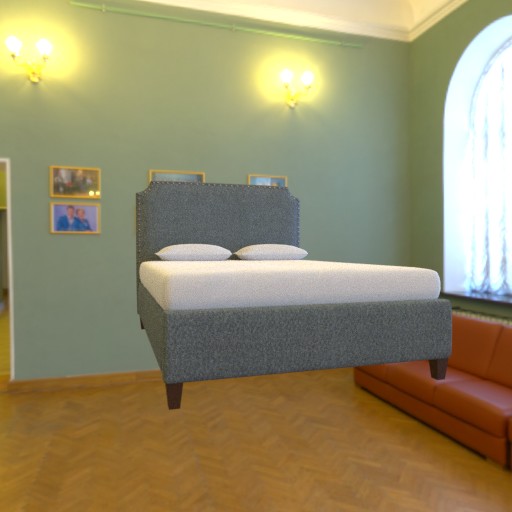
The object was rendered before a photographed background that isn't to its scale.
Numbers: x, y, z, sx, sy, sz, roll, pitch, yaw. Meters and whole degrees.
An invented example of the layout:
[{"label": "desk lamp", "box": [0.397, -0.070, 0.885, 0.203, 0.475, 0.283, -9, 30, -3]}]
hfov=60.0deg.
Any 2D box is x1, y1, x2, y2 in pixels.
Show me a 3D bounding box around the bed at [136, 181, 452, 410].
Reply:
[{"label": "bed", "box": [0.000, 0.000, 3.475, 1.712, 1.443, 2.372, 0, 1, -18]}]
